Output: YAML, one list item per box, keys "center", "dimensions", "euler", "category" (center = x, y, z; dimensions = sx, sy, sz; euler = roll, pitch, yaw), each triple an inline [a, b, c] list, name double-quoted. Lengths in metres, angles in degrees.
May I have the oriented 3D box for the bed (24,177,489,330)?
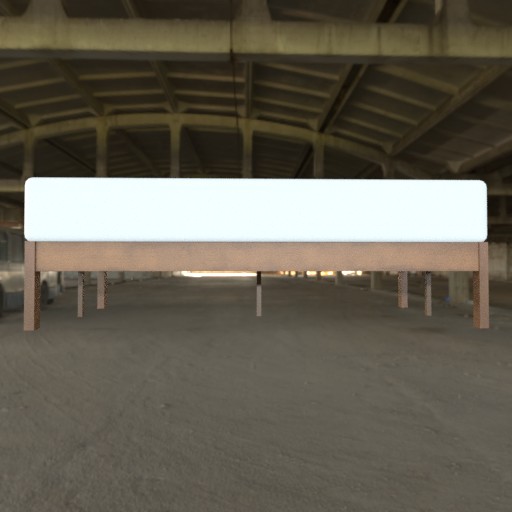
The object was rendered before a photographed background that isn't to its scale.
- center: [0.000, 0.000, 2.284]
  dimensions: [1.902, 0.616, 0.961]
  euler: [0, -1, -2]
  category: "bed"
